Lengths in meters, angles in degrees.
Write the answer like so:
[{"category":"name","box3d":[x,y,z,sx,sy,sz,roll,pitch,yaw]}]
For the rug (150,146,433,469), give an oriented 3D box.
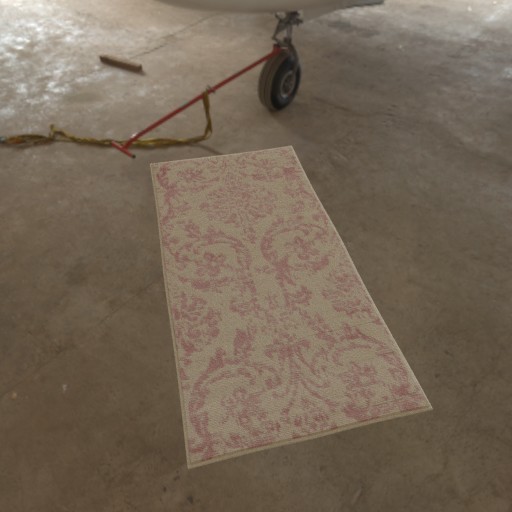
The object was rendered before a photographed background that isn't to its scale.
[{"category":"rug","box3d":[0.000,0.000,1.451,0.604,0.007,1.219,-10,47,-9]}]
